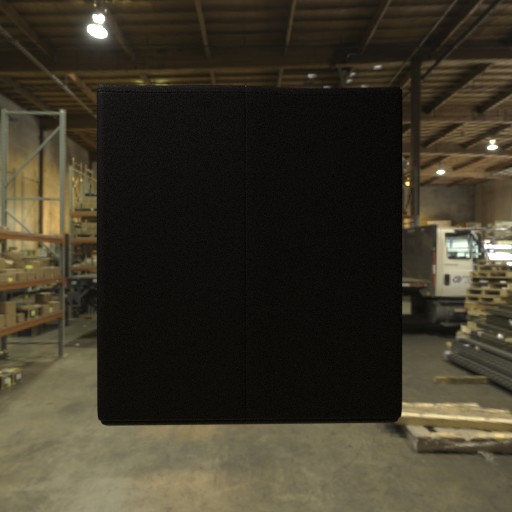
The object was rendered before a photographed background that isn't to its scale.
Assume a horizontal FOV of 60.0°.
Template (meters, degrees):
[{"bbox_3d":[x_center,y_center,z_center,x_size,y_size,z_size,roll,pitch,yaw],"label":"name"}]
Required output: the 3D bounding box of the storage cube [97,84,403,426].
[{"bbox_3d":[0.000,0.000,0.495,0.270,0.280,0.270,0,0,-2],"label":"storage cube"}]
